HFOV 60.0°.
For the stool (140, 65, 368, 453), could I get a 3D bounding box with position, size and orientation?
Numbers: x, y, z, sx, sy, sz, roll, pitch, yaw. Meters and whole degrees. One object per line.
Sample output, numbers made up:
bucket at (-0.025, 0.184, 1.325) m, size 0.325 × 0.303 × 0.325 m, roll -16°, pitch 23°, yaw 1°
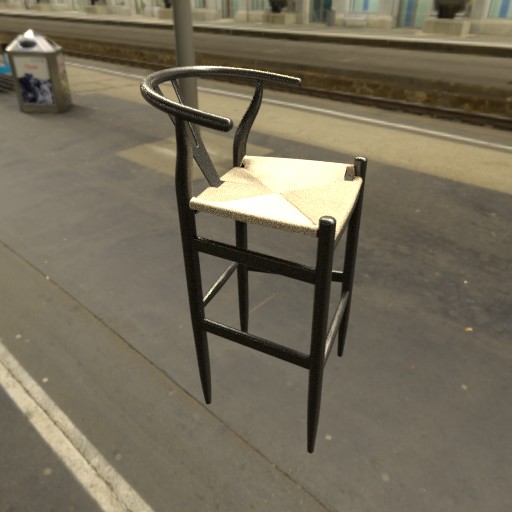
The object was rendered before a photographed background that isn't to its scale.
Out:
stool at (0.000, 0.000, 1.409) m, size 0.579 × 1.072 × 0.569 m, roll 11°, pitch 32°, yaw 18°
